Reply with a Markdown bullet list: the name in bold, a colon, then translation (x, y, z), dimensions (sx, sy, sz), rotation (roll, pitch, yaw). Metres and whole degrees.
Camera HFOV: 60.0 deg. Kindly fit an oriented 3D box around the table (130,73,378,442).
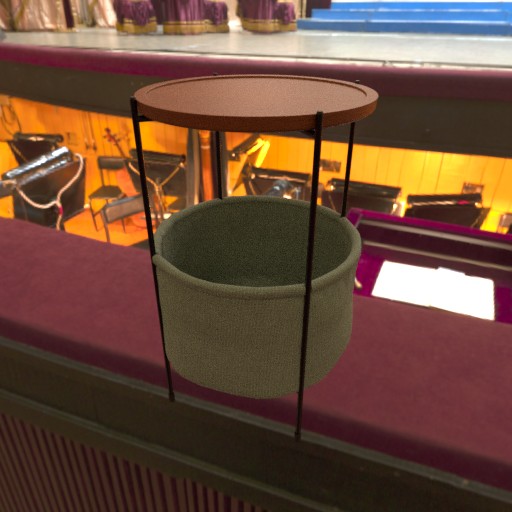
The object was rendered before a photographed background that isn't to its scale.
- **table**: translation (0.000, 0.000, 0.869), dimensions (0.400, 0.623, 0.400), rotation (11, 31, 18)
